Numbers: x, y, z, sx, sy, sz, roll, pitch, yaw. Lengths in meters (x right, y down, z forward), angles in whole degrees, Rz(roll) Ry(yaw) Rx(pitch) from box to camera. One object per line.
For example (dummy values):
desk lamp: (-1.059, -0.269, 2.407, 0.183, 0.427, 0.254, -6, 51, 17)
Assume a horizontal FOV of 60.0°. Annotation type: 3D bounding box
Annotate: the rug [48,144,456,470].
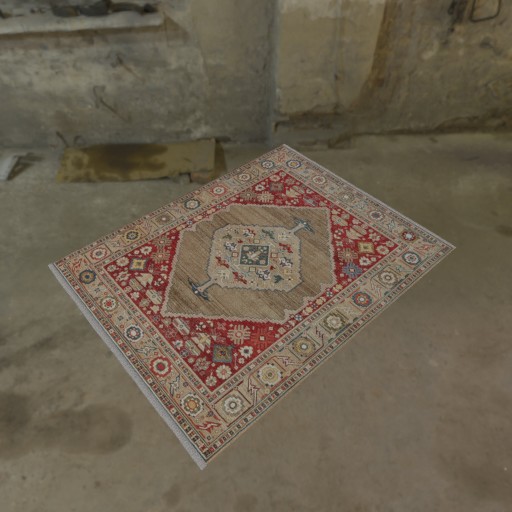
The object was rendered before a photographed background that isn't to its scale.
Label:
rug: (0.000, 0.000, 4.291, 3.143, 0.008, 2.451, -33, 55, -27)
